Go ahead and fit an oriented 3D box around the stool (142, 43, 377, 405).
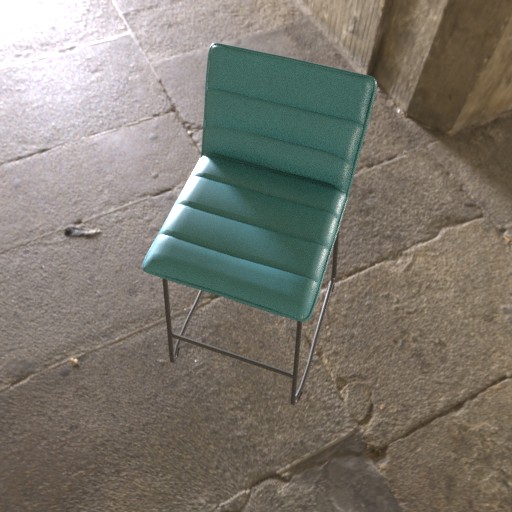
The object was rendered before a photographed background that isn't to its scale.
[{"bbox_3d":[0.000,0.000,1.252,0.489,0.936,0.524,17,61,9],"label":"stool"}]
